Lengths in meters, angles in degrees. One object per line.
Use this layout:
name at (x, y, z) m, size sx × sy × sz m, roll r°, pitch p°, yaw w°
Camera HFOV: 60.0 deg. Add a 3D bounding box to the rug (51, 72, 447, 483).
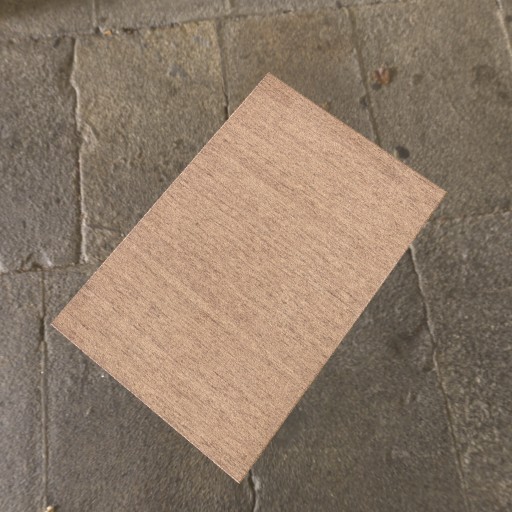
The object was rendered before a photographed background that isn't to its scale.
rug at (0.000, 0.000, 2.341) m, size 1.225 × 0.013 × 1.840 m, roll 37°, pitch 79°, yaw 8°
